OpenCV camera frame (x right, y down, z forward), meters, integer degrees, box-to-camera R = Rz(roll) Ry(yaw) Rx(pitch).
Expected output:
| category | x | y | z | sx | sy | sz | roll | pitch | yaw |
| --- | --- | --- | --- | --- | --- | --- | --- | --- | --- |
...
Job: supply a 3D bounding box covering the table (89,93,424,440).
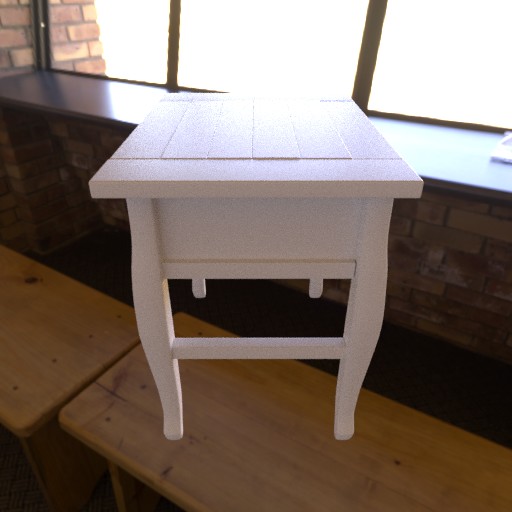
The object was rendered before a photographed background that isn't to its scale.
| category | x | y | z | sx | sy | sz | roll | pitch | yaw |
| --- | --- | --- | --- | --- | --- | --- | --- | --- | --- |
| table | 0.000 | 0.000 | 1.021 | 0.463 | 0.605 | 0.599 | 0 | 31 | 0 |
